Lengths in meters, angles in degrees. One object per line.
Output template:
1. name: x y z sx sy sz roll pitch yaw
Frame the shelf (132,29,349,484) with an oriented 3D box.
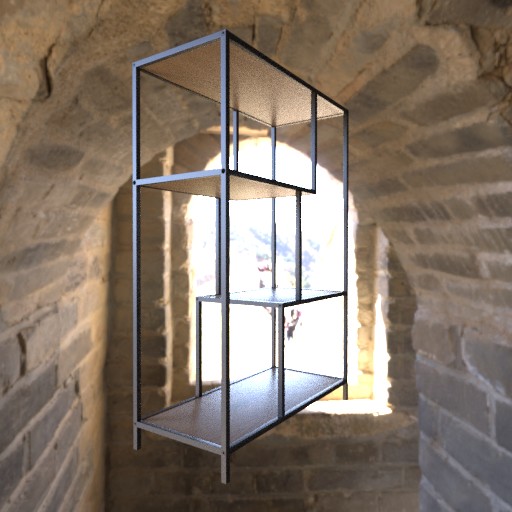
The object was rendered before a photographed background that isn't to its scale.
1. shelf: 0.000 0.000 1.523 0.350 1.138 0.770 0 1 35
